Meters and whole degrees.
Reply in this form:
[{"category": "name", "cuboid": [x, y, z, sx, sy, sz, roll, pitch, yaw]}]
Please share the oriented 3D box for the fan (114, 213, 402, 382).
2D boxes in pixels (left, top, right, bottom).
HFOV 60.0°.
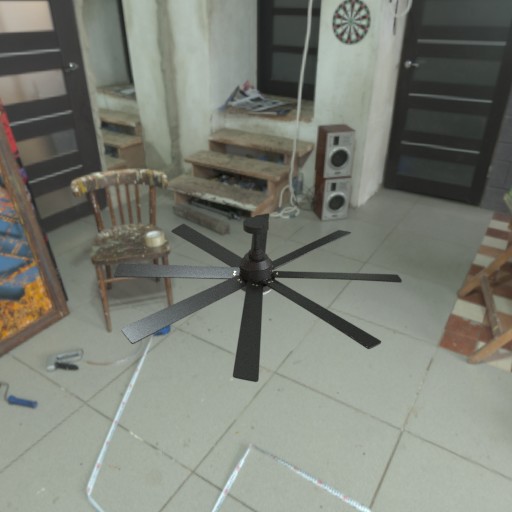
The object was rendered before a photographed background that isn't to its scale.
[{"category": "fan", "cuboid": [0.000, 0.000, 2.786, 1.830, 0.472, 1.830, 2, 30, 3]}]
